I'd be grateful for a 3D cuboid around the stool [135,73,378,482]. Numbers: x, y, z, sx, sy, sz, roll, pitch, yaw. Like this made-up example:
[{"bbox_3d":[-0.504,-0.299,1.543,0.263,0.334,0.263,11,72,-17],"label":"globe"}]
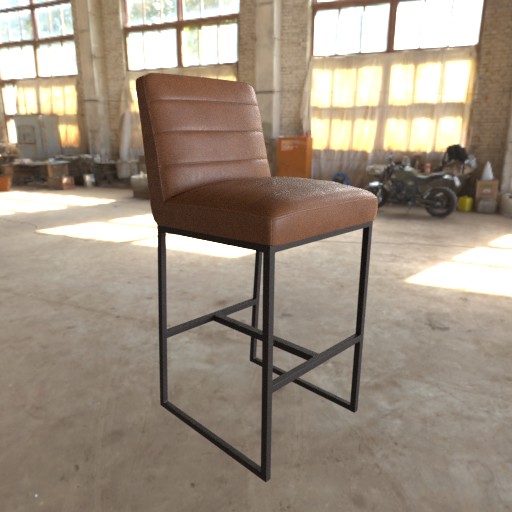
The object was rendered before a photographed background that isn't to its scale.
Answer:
[{"bbox_3d":[0.000,0.000,1.336,0.556,1.040,0.458,15,21,43],"label":"stool"}]
